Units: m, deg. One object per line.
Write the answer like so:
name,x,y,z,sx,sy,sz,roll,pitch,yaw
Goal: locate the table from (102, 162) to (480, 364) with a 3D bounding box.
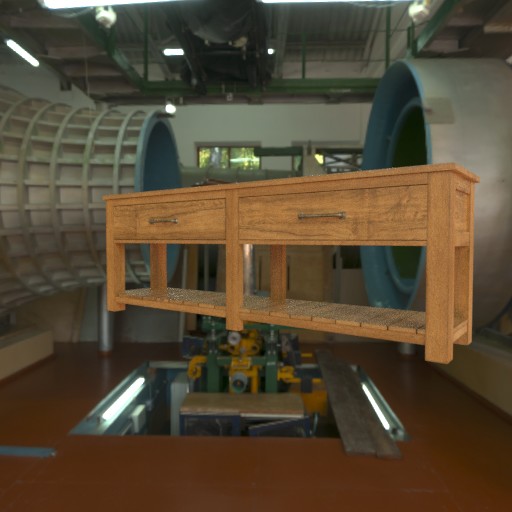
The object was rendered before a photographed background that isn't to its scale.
table,0.000,0.000,2.073,1.815,0.635,0.425,2,3,36
